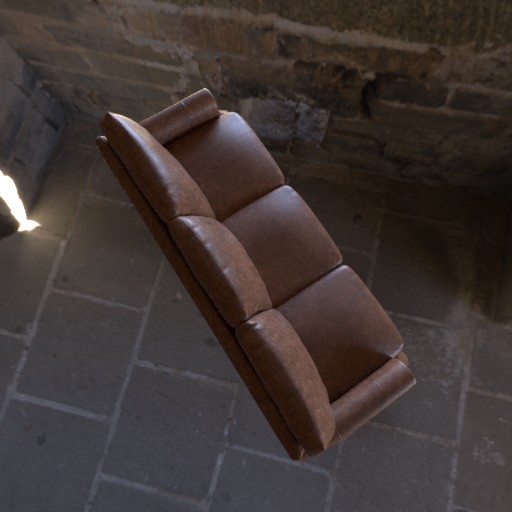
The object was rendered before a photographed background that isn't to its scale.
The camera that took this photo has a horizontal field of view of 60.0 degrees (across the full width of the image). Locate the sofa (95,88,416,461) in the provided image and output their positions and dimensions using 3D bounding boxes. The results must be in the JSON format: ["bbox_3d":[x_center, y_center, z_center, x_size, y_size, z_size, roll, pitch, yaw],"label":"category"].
[{"bbox_3d":[0.000,0.000,2.842,0.973,0.977,2.351,-32,78,-8],"label":"sofa"}]
